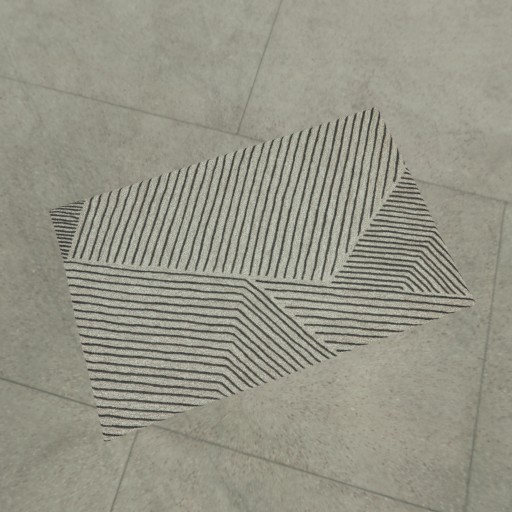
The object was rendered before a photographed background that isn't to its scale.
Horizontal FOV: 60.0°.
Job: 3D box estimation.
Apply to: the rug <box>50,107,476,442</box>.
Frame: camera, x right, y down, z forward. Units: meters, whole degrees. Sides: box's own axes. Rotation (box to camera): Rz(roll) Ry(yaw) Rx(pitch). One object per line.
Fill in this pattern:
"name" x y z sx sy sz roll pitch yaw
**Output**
"rug" 0.000 0.000 2.884 2.406 0.023 1.539 -19 74 -6
